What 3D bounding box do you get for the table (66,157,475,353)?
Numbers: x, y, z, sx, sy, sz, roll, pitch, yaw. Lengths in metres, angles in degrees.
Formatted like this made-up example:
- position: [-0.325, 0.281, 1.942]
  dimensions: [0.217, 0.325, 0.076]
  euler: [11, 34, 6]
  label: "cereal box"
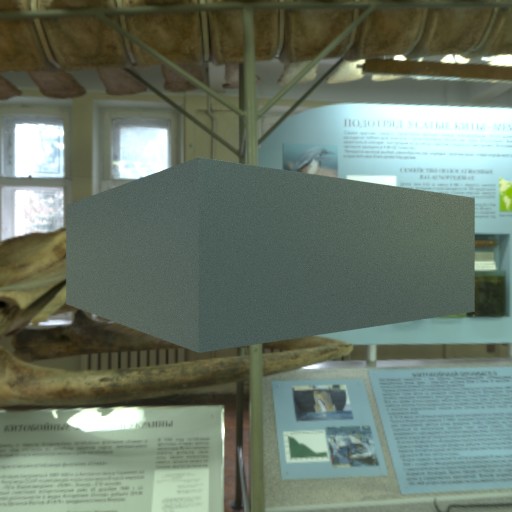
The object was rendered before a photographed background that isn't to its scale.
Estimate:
- position: [0.000, 0.000, 1.221]
  dimensions: [0.801, 0.299, 0.801]
  euler: [0, 0, -36]
  label: "table"
